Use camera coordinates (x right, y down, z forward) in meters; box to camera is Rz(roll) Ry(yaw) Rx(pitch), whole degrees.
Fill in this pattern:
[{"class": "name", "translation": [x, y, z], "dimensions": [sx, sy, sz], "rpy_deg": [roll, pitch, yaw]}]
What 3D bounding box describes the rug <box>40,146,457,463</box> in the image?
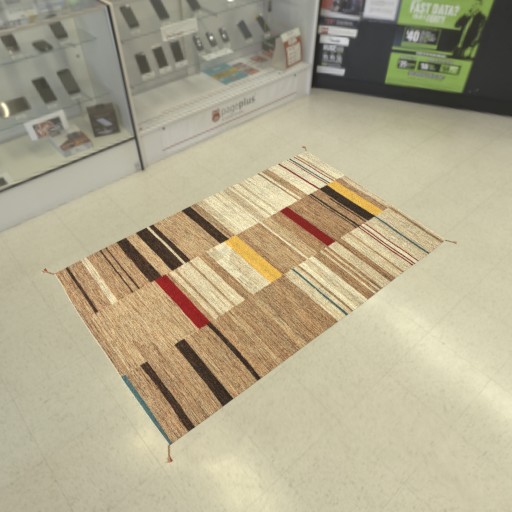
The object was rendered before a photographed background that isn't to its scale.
[{"class": "rug", "translation": [0.000, 0.000, 2.402], "dimensions": [1.918, 0.007, 1.268], "rpy_deg": [-30, 53, -26]}]
